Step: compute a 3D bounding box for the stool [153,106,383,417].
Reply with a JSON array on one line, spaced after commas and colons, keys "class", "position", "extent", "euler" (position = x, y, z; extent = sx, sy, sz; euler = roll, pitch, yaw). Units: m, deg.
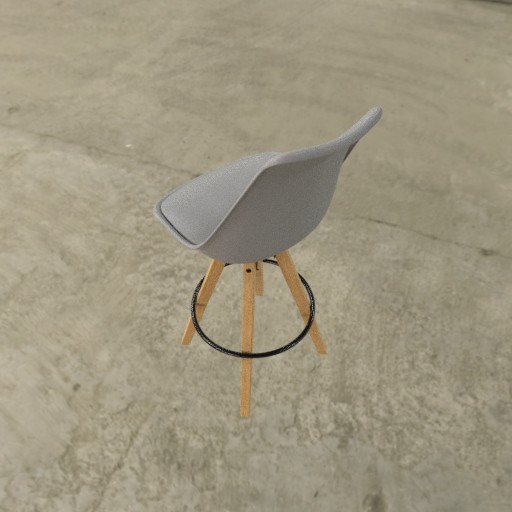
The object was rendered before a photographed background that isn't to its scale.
[{"class": "stool", "position": [0.000, 0.000, 1.393], "extent": [0.485, 1.115, 0.550], "euler": [-31, 54, -26]}]
